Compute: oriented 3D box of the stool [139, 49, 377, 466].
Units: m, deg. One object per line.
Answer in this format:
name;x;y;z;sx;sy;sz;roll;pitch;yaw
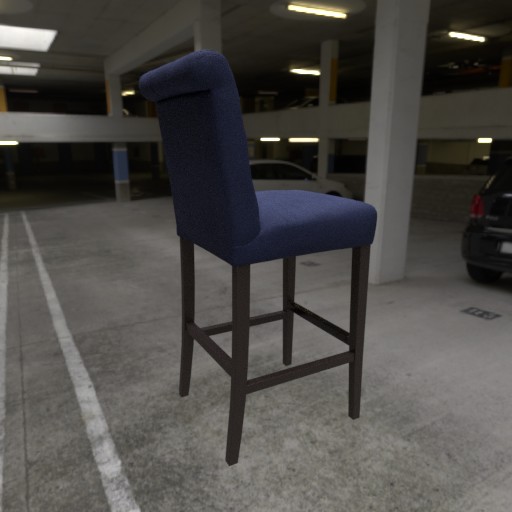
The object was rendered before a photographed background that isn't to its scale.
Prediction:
stool;0.000;0.000;1.450;0.601;1.140;0.493;-8;17;-28
